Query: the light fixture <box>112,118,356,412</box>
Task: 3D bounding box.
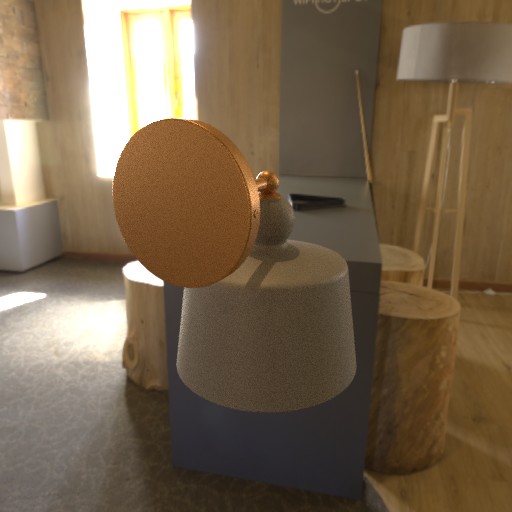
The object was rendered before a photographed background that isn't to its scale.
[{"bbox_3d":[0.000,0.000,0.453,0.204,0.268,0.254,9,19,26],"label":"light fixture"}]
